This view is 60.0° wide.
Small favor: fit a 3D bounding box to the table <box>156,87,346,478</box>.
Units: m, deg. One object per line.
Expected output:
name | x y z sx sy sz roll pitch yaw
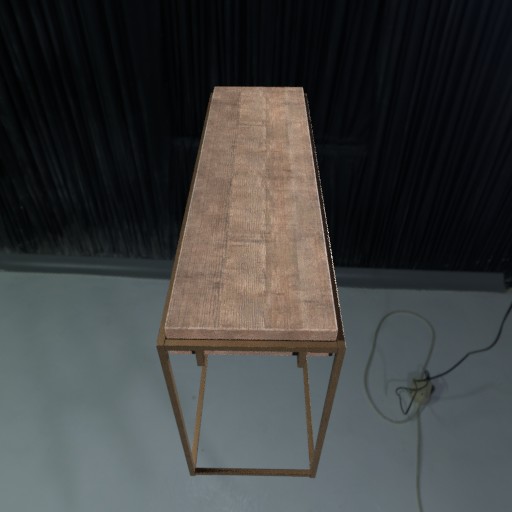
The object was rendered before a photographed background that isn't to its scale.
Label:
table | 0.000 0.000 1.788 0.440 0.820 1.400 1 43 1
